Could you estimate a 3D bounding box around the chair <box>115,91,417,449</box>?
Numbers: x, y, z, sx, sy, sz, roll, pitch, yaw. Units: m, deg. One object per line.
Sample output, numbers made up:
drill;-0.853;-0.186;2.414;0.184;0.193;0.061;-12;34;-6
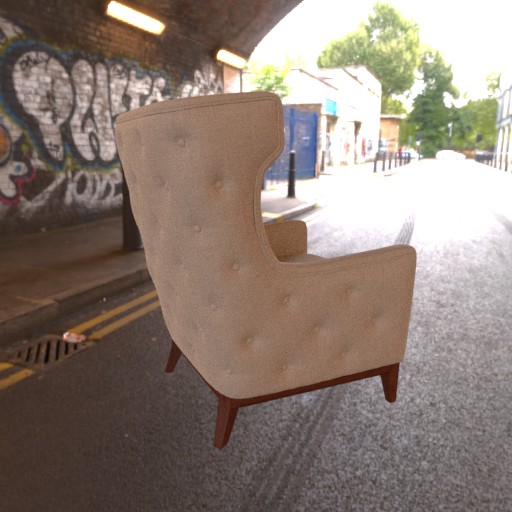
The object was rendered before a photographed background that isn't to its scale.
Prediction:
chair;0.000;0.000;1.659;0.899;1.079;0.778;-7;15;-27
